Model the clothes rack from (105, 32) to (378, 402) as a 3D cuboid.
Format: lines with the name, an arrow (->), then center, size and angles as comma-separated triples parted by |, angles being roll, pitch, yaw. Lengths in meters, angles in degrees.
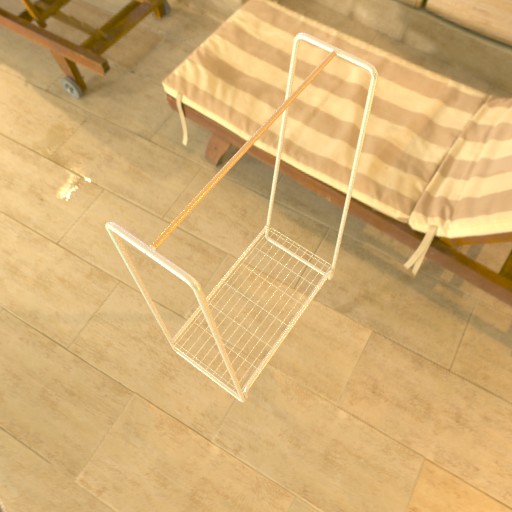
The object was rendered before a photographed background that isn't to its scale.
clothes rack -> 0.000, 0.000, 1.910 | 0.495, 1.500, 0.900 | 33, 68, 15
